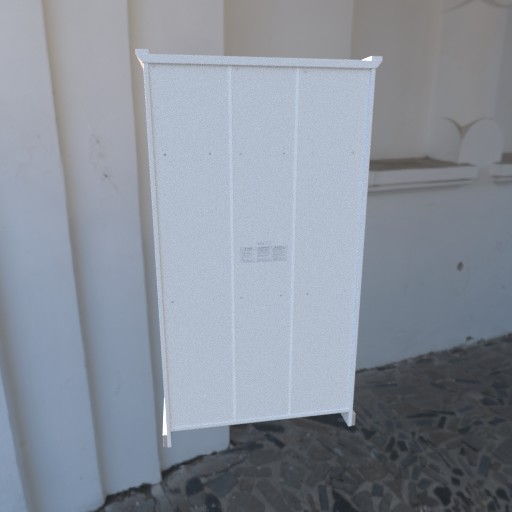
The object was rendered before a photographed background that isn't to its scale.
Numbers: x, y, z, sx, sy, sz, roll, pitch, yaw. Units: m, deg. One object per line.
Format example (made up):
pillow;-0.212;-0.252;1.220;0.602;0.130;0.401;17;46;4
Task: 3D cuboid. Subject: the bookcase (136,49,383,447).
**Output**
bookcase;0.000;0.000;2.308;1.050;1.880;0.432;-3;16;-10
